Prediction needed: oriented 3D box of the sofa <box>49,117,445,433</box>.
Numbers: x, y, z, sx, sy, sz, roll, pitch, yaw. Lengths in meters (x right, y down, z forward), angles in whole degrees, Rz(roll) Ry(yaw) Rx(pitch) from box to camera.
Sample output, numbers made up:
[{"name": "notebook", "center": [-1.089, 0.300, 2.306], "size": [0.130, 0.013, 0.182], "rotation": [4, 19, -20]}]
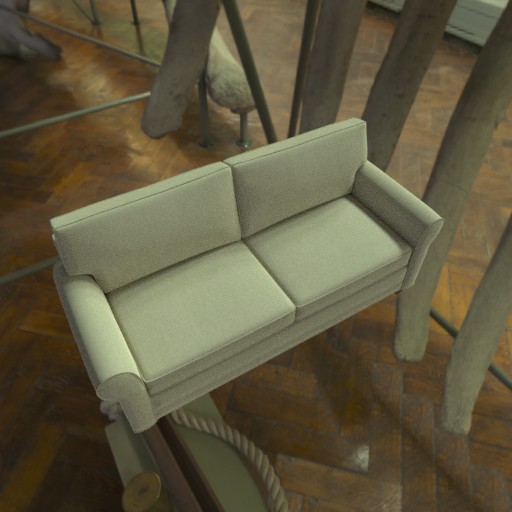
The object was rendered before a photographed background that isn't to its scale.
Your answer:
[{"name": "sofa", "center": [0.000, 0.000, 2.632], "size": [2.146, 0.962, 0.901], "rotation": [-23, 51, -21]}]
